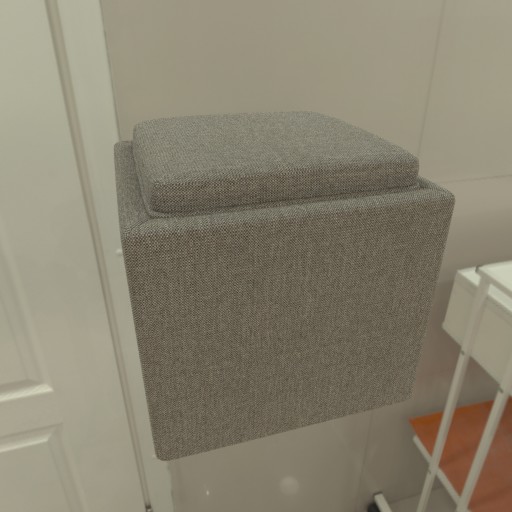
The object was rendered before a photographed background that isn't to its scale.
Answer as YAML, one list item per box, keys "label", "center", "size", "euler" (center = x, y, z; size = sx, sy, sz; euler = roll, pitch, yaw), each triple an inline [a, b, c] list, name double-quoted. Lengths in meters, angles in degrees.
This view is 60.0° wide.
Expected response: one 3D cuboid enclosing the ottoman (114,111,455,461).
- label: "ottoman"
  center: [0.000, 0.000, 0.814]
  size: [0.450, 0.460, 0.450]
  euler: [-8, 29, -15]
